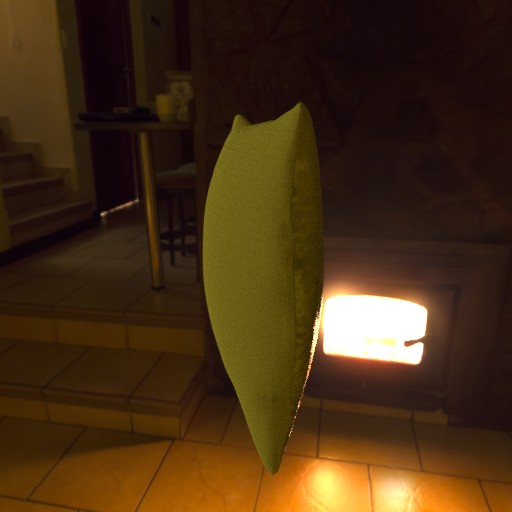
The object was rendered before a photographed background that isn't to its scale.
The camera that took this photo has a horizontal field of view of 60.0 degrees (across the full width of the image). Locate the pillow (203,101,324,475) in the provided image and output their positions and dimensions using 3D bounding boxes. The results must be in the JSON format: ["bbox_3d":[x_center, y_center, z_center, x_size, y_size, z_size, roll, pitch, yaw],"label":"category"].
[{"bbox_3d":[0.000,0.000,0.735,0.175,0.464,0.470,-3,17,-9],"label":"pillow"}]
